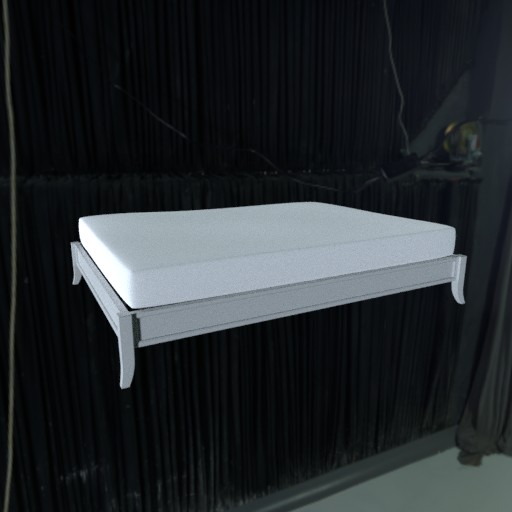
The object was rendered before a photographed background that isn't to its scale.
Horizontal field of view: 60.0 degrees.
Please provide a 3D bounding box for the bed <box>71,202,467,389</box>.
[{"bbox_3d":[0.000,0.000,2.907,2.108,0.510,1.604,-8,16,-28],"label":"bed"}]
